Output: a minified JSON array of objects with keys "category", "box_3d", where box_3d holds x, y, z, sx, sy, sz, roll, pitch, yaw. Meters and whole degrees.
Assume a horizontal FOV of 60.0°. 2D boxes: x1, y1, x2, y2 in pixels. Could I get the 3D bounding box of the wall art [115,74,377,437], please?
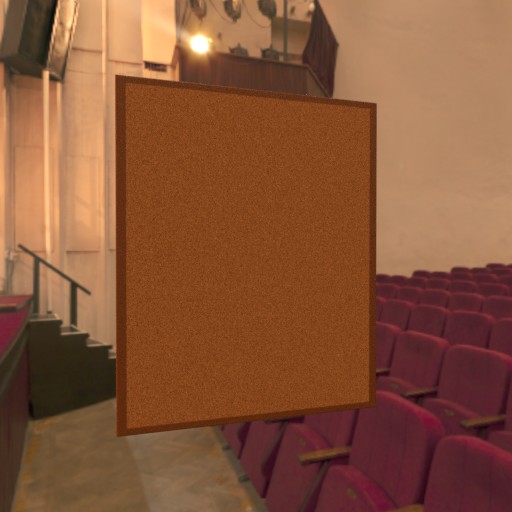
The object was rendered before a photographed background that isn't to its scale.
[{"category":"wall art","box_3d":[0.000,0.000,0.513,0.310,0.379,0.015,0,1,-17]}]
